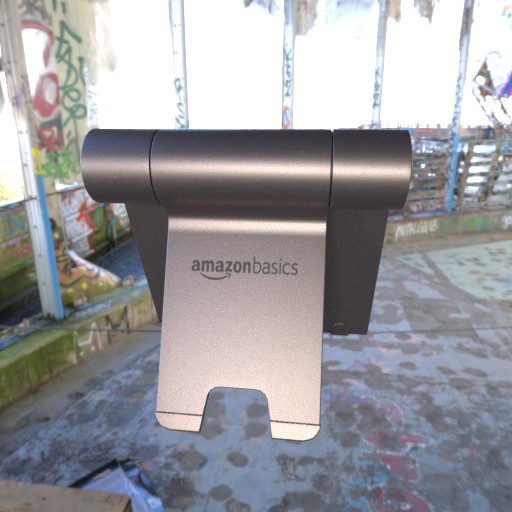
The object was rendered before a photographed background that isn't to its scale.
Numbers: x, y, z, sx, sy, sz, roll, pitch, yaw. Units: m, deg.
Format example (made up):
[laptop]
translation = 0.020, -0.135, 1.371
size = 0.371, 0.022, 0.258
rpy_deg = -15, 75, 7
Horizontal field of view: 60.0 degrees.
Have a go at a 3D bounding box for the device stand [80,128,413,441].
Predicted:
[device stand]
translation = 0.000, 0.000, 0.150
size = 0.088, 0.084, 0.079
rpy_deg = 2, 17, 7
